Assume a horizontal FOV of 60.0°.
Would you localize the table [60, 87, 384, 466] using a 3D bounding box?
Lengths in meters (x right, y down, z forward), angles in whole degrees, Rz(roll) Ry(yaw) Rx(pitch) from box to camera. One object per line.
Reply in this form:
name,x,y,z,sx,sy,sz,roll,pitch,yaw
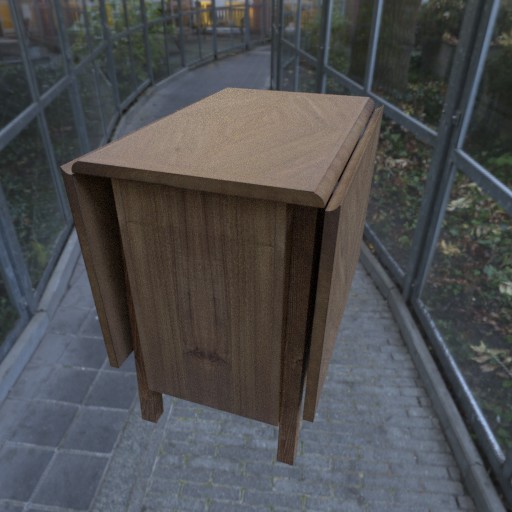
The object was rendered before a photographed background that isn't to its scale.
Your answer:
table,0.000,0.000,1.641,0.701,0.981,0.967,10,33,16
